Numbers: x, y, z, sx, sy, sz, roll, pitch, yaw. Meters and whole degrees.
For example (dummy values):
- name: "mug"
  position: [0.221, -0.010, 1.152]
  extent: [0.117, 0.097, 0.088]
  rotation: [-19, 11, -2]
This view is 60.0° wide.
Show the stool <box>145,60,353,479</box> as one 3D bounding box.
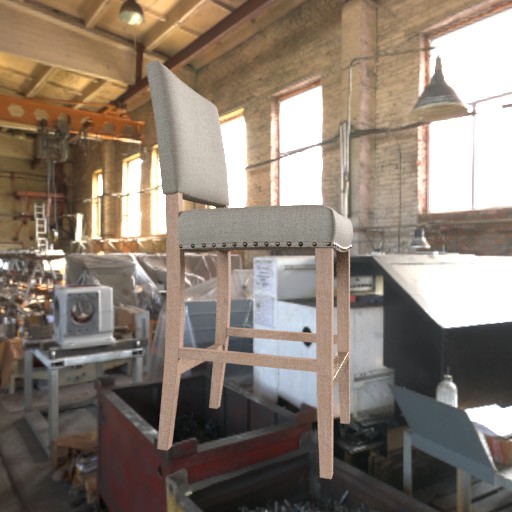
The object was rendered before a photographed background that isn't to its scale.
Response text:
- name: "stool"
  position: [0.000, 0.000, 1.452]
  extent: [0.585, 1.173, 0.445]
  rotation: [0, 0, 18]
